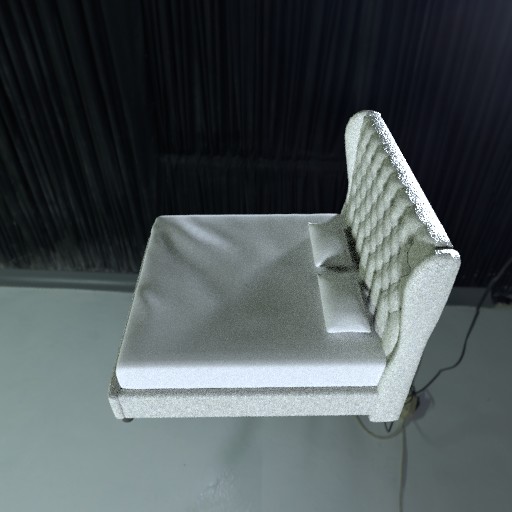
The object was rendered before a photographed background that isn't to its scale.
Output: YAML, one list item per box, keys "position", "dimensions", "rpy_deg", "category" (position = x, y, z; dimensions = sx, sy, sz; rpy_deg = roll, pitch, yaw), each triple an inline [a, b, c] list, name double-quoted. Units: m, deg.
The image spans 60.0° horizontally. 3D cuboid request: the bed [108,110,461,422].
- position: [0.000, 0.000, 3.886]
  dimensions: [2.347, 1.771, 2.219]
  rpy_deg: [-1, 40, -1]
  category: "bed"
